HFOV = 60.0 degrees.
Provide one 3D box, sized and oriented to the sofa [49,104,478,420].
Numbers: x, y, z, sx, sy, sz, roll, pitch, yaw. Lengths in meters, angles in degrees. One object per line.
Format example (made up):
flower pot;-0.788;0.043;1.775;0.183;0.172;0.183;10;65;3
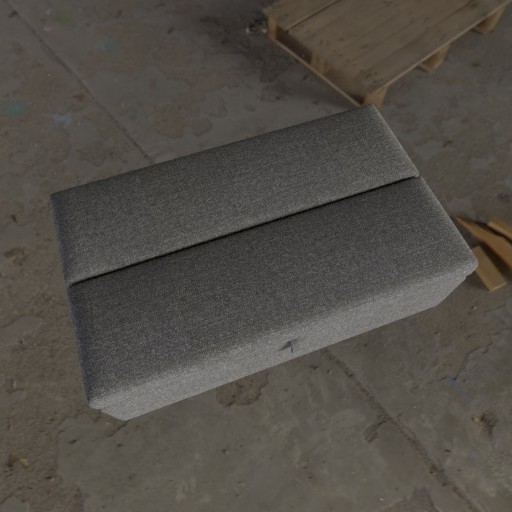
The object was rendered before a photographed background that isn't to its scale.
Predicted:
sofa;0.000;0.000;1.573;1.198;0.417;0.782;-18;64;-9
